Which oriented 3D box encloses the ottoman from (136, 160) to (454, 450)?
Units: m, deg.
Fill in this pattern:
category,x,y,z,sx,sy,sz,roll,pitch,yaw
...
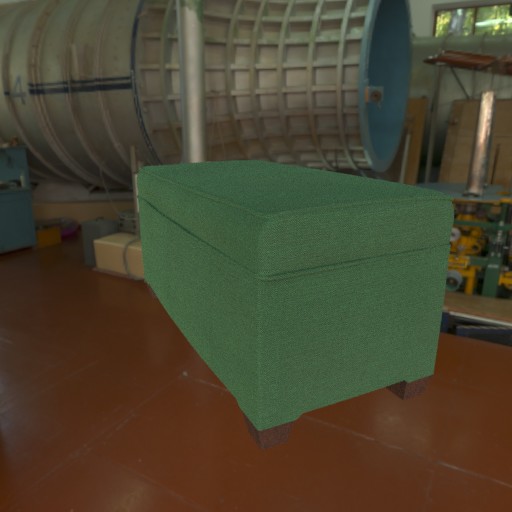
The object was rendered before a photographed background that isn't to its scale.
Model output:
category,x,y,z,sx,sy,sz,roll,pitch,yaw
ottoman,0.000,0.000,1.232,0.483,0.471,0.957,-8,19,-25
